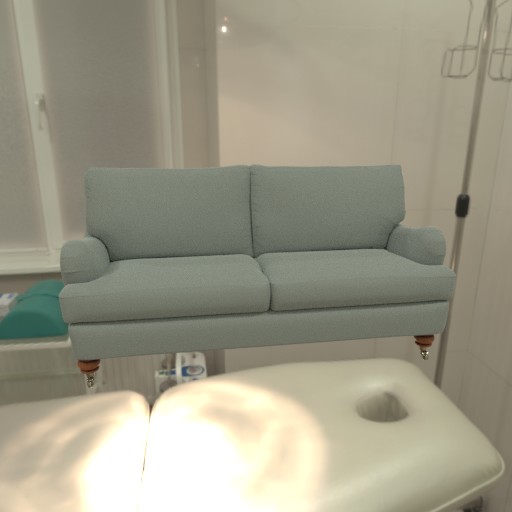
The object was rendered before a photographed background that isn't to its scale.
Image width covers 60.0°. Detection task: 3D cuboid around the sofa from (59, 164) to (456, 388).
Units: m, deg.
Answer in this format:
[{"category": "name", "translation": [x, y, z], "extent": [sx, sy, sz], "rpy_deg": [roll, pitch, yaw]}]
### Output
[{"category": "sofa", "translation": [0.000, 0.000, 2.818], "extent": [2.193, 1.096, 1.069], "rpy_deg": [-3, 17, -8]}]
